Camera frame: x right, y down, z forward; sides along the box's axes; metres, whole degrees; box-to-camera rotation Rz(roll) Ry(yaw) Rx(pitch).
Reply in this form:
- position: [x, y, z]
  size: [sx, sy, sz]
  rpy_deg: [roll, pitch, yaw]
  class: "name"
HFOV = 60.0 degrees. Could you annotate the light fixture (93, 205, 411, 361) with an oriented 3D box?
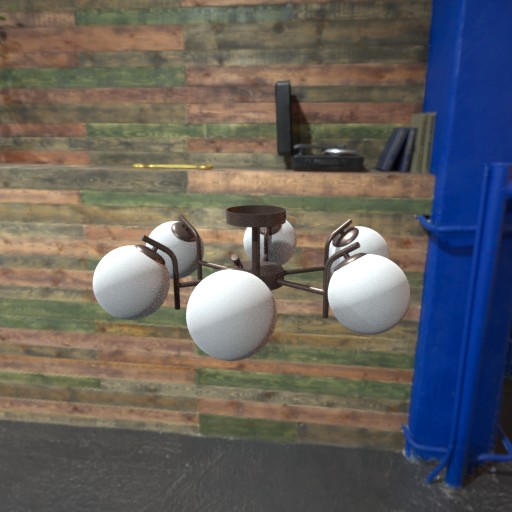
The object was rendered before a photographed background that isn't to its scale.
- position: [0.000, 0.000, 0.948]
  size: [0.662, 0.201, 0.662]
  rpy_deg: [0, 15, 0]
  class: "light fixture"
